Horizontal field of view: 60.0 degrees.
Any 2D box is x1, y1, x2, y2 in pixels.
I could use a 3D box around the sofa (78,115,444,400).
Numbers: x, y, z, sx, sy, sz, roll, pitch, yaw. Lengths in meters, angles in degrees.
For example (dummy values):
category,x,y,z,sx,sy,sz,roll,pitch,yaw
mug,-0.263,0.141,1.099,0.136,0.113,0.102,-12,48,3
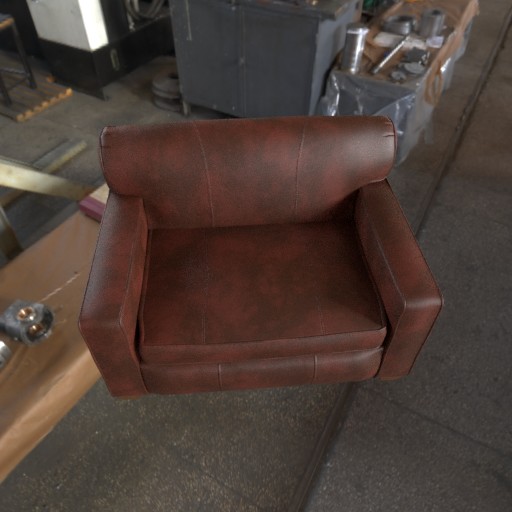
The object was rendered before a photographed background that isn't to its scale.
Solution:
category,x,y,z,sx,sy,sz,roll,pitch,yaw
sofa,0.000,0.000,2.065,1.413,0.956,1.000,-3,46,-3
